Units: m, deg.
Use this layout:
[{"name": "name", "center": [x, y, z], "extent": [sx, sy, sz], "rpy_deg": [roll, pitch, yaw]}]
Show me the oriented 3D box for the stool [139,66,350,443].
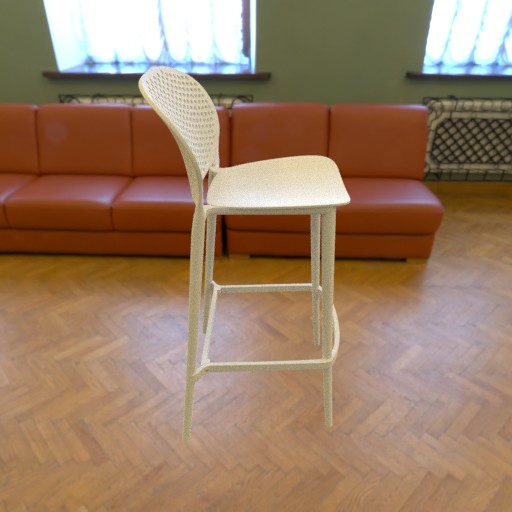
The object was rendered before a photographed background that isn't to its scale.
[{"name": "stool", "center": [0.000, 0.000, 1.340], "extent": [0.535, 1.045, 0.536], "rpy_deg": [1, 31, 1]}]
